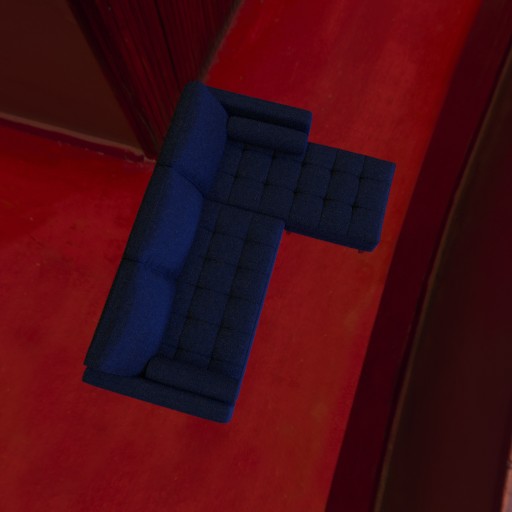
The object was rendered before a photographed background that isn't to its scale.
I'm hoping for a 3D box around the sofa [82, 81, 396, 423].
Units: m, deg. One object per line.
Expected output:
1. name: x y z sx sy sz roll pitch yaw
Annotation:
1. sofa: 0.000 0.000 3.033 1.613 0.841 2.185 15 76 4
